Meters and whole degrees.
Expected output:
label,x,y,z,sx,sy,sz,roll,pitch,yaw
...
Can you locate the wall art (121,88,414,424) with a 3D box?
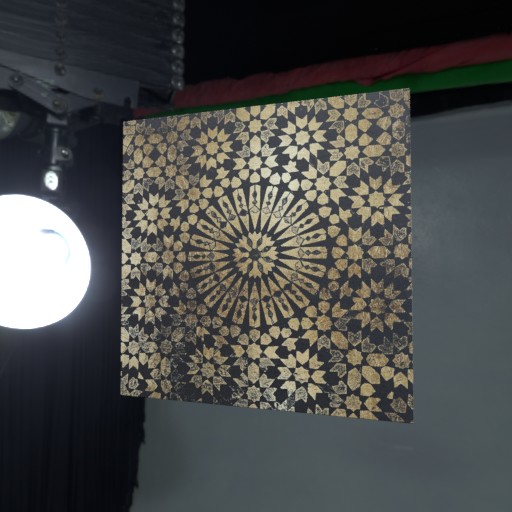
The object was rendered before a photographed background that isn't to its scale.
label,x,y,z,sx,sy,sz,roll,pitch,yaw
wall art,0.000,0.000,0.612,0.405,0.405,0.038,-1,-2,18
